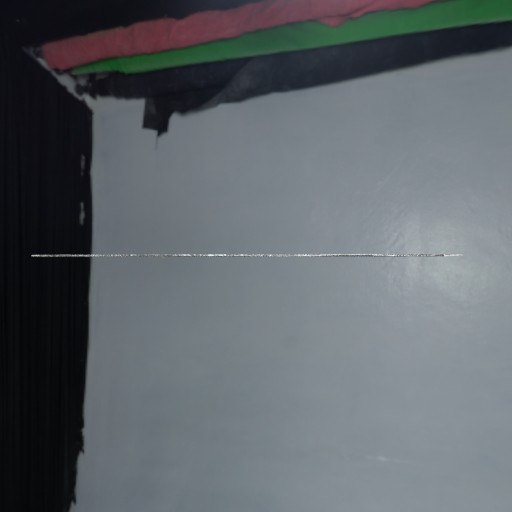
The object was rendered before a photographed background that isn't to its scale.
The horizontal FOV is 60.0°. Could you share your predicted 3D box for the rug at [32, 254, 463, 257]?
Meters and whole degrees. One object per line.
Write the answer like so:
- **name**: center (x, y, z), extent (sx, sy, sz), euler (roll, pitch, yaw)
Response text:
- **rug**: center (0.000, 0.000, 3.073), extent (2.440, 0.010, 1.529), euler (0, 0, 18)
